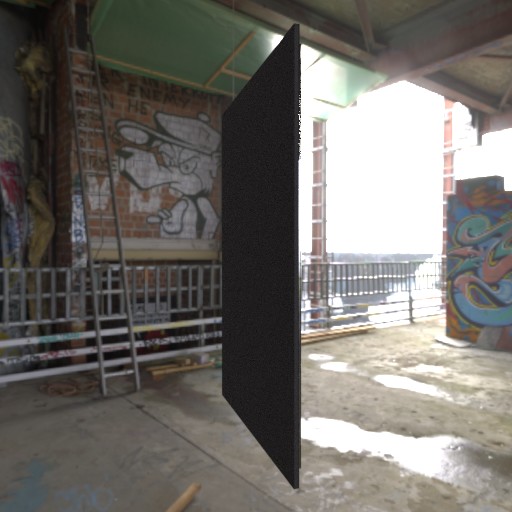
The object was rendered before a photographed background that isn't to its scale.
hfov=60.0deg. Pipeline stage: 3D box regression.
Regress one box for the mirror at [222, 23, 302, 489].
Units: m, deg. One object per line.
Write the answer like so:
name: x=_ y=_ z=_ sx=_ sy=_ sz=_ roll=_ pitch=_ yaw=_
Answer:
mirror: x=0.000 y=0.000 z=1.165 sx=0.039 sy=0.914 sz=0.613 roll=0 pitch=0 yaw=-18
